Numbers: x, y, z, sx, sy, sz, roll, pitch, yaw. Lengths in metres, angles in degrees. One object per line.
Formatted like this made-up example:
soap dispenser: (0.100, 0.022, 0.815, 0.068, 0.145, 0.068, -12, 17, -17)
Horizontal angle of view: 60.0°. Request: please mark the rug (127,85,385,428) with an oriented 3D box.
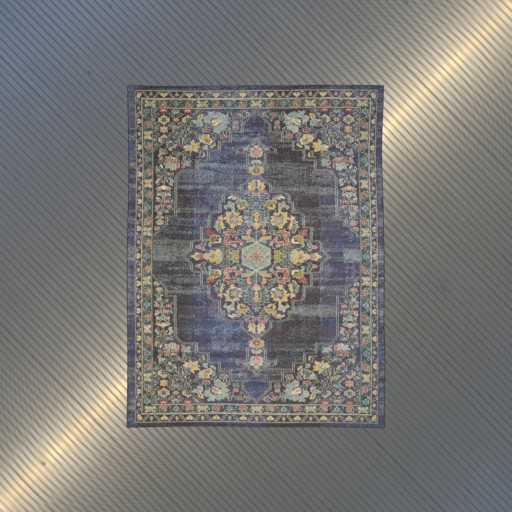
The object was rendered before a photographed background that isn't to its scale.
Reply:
rug: (0.000, 0.000, 4.653, 2.716, 0.035, 3.612, 0, 89, 0)
